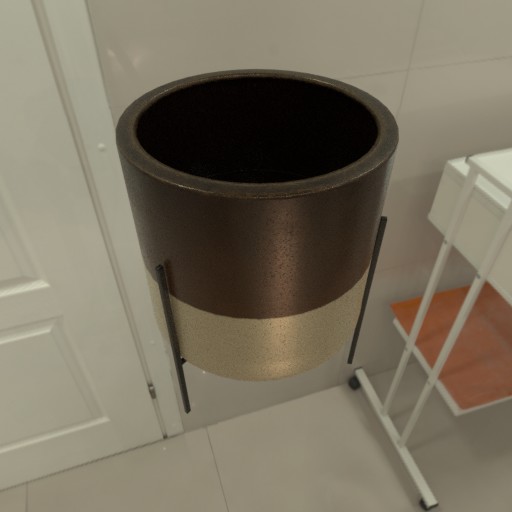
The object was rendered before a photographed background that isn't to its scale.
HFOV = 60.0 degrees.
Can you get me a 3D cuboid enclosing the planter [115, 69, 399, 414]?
[{"bbox_3d":[0.000,0.000,0.702,0.345,0.465,0.354,-13,43,-14],"label":"planter"}]
